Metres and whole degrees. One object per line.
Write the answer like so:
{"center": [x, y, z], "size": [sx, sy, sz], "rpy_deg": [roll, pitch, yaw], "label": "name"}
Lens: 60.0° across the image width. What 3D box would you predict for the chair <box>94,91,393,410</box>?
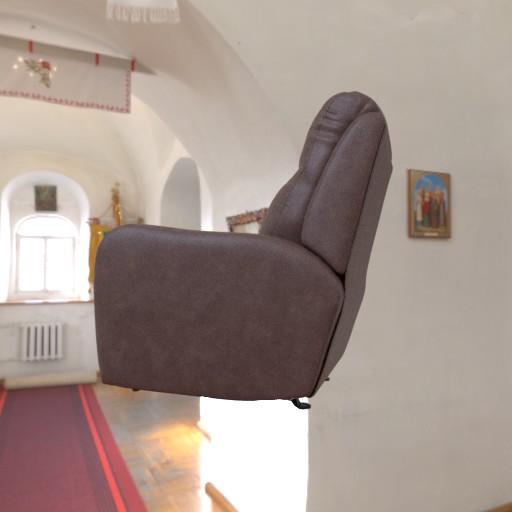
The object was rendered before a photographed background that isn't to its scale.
{"center": [0.000, 0.000, 1.831], "size": [1.067, 1.067, 0.865], "rpy_deg": [0, -1, 19], "label": "chair"}
